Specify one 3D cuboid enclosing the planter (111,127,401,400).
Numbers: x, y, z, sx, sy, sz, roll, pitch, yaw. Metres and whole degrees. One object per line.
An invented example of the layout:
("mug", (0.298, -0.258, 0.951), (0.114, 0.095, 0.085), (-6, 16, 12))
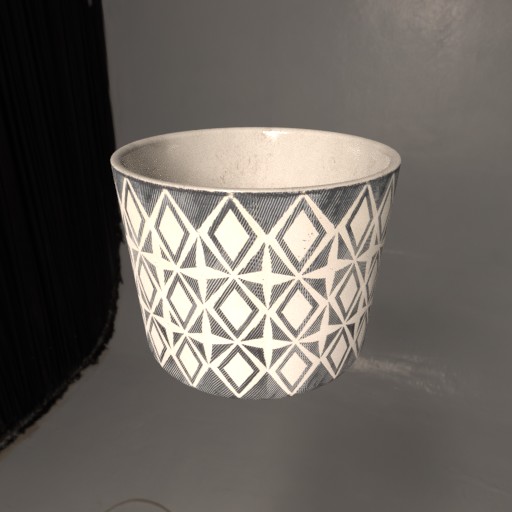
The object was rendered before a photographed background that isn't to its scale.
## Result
("planter", (0.000, 0.000, 0.460), (0.260, 0.220, 0.260), (0, 25, 0))
